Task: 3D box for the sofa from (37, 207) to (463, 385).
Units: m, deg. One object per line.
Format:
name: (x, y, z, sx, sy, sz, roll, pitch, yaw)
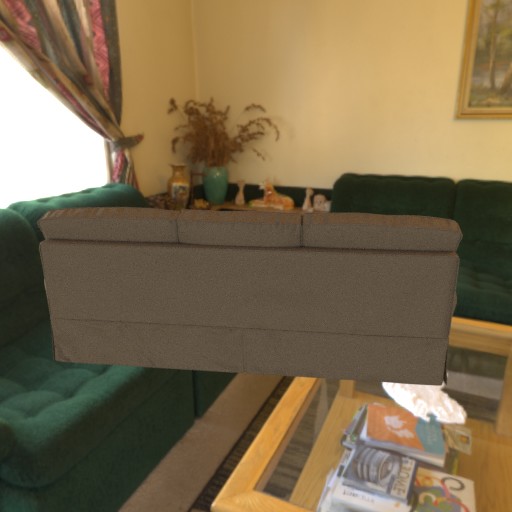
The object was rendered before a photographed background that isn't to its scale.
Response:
sofa: (0.000, 0.000, 3.358, 2.475, 0.978, 1.733, 2, 17, 6)
